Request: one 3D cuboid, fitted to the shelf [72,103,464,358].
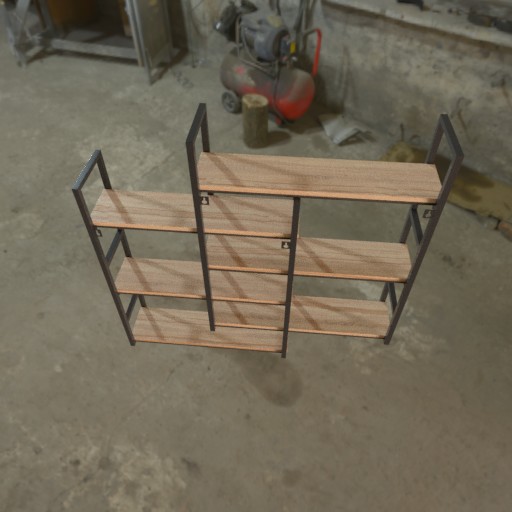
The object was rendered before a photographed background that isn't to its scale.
[{"bbox_3d":[0.000,0.000,1.399,0.946,0.921,0.183,4,47,4],"label":"shelf"}]
